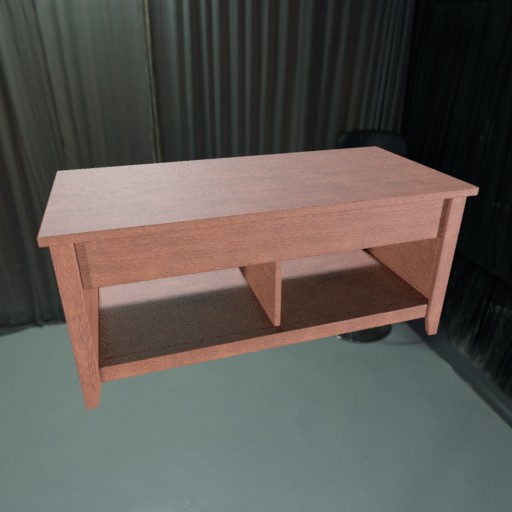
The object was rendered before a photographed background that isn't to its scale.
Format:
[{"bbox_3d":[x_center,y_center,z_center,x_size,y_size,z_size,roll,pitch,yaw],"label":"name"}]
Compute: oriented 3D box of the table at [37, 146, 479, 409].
[{"bbox_3d":[0.000,0.000,1.275,1.016,0.457,0.483,-8,28,-16],"label":"table"}]
